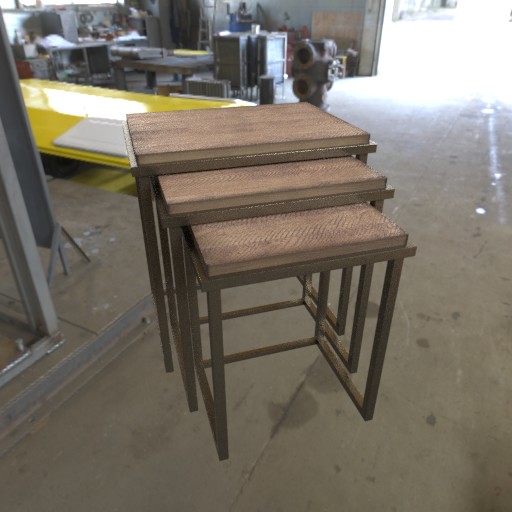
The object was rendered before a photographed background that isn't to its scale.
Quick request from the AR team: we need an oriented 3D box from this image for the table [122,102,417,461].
[{"bbox_3d":[0.000,0.000,1.147,0.559,0.610,0.706,-9,31,-15],"label":"table"}]
